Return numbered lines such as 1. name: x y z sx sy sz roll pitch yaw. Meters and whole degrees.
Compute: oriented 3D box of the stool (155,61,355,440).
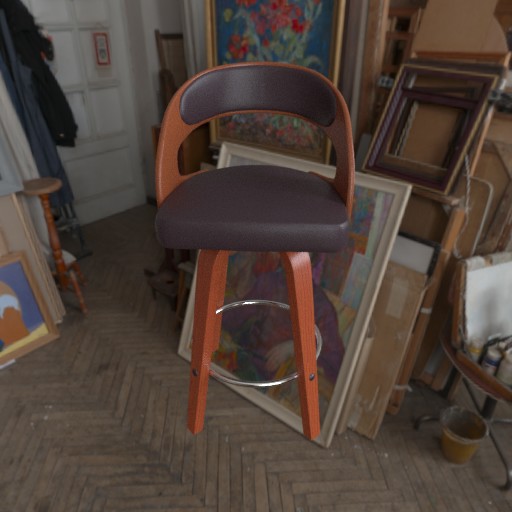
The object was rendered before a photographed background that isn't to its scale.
1. stool: 0.000 0.000 1.217 0.457 0.940 0.457 2 29 3
